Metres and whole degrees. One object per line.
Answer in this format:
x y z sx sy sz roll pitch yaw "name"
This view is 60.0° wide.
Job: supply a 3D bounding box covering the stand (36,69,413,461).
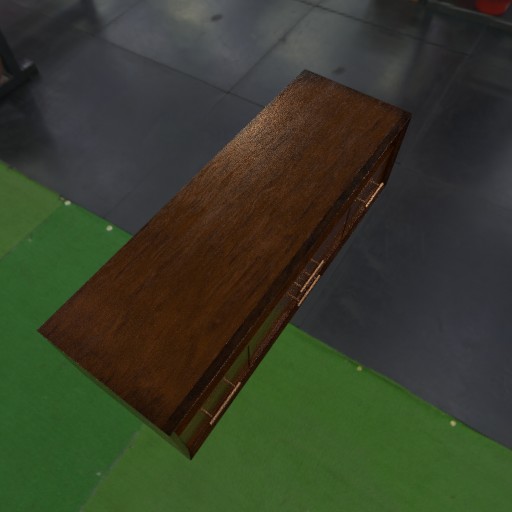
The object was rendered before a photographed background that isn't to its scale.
0.000 0.000 1.671 0.481 0.610 1.372 31 63 18 "stand"
